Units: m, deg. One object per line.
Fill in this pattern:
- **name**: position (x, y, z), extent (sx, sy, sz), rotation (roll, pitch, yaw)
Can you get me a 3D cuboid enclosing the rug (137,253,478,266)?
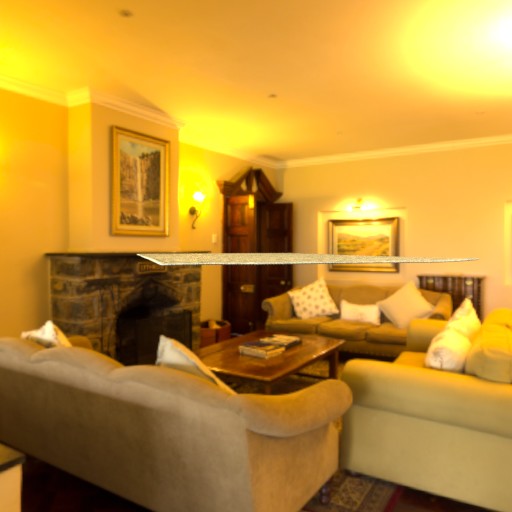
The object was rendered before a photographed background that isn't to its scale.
- **rug**: position (0.000, 0.000, 3.114), extent (1.527, 0.021, 2.447), rotation (0, 1, -17)
